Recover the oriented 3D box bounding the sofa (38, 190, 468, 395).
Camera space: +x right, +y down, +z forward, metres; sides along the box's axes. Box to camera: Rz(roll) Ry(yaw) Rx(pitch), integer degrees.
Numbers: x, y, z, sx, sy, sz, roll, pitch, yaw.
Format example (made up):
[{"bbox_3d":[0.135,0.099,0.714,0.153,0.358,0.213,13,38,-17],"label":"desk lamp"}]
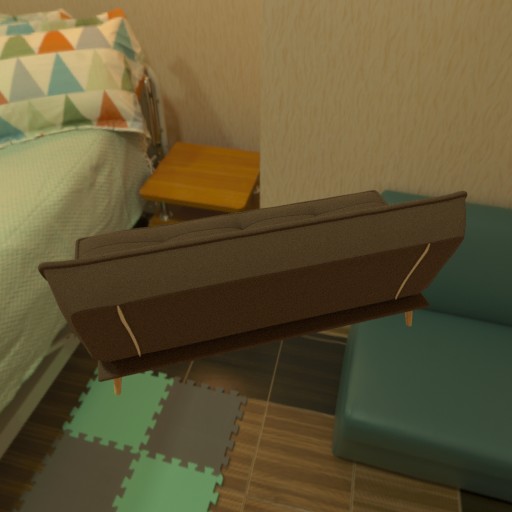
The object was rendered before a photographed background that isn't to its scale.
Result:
[{"bbox_3d":[0.000,0.000,2.424,1.940,0.890,0.950,-11,43,-12],"label":"sofa"}]
